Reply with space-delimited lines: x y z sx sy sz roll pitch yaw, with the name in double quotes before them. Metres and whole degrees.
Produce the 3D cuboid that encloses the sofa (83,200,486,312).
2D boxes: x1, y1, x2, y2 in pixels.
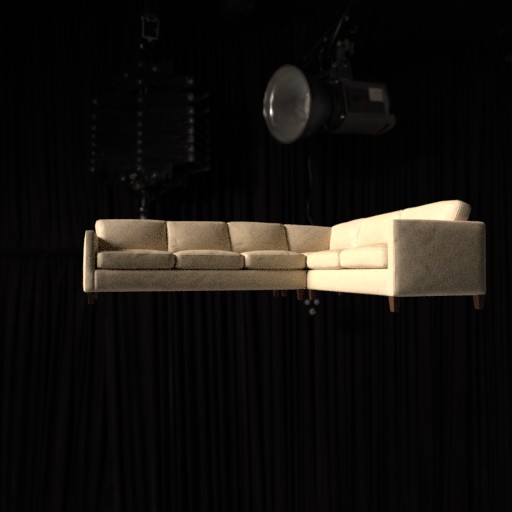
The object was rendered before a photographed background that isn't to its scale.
"sofa" 0.000 0.000 4.436 3.302 0.947 2.593 1 -2 -17
